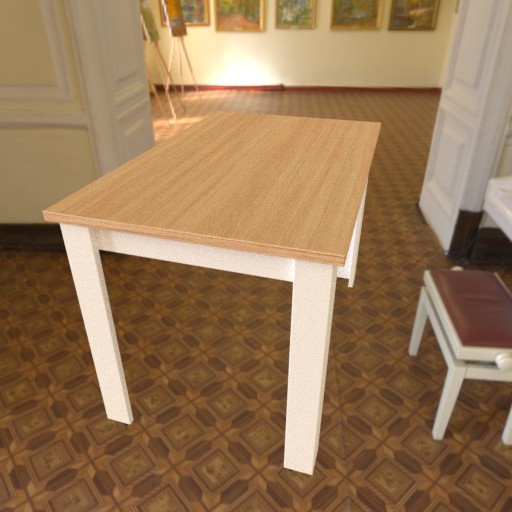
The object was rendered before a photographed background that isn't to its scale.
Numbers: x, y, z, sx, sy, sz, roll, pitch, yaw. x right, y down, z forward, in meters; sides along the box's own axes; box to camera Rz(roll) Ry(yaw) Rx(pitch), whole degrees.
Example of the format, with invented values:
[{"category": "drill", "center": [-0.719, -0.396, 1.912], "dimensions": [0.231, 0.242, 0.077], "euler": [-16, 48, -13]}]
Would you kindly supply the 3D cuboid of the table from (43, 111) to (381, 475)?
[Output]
[{"category": "table", "center": [0.000, 0.000, 1.578], "dimensions": [0.700, 0.734, 1.100], "euler": [9, 31, 15]}]
